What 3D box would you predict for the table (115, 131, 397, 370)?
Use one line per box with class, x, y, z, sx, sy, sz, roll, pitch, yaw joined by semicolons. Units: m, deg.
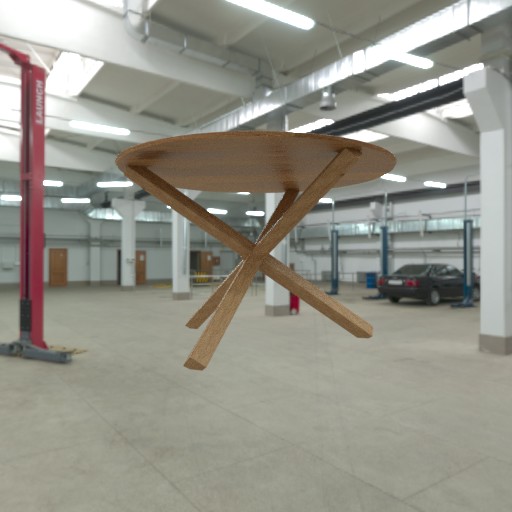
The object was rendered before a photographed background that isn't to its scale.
table;0.000;0.000;1.710;1.038;0.666;1.038;0;-1;0
